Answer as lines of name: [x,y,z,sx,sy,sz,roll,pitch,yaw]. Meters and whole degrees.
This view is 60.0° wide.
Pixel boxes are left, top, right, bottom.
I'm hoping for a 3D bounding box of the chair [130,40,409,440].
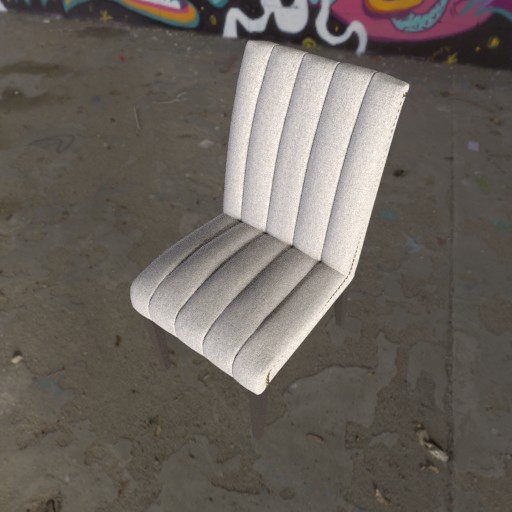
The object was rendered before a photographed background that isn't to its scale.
chair: [0.000,0.000,1.361,0.511,1.016,0.647,28,52,25]
